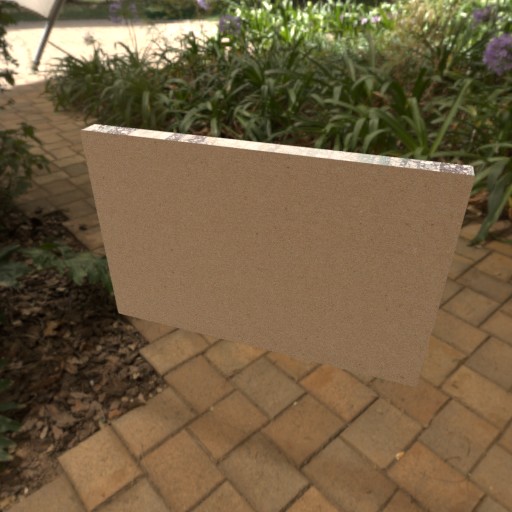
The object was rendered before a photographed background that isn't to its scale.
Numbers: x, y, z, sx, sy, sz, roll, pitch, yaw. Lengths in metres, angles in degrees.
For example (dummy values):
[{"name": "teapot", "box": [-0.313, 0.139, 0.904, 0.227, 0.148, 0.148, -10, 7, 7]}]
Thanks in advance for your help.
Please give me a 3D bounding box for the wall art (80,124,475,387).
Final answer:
[{"name": "wall art", "box": [0.000, 0.000, 0.784, 0.618, 0.398, 0.042, 11, 34, 17]}]
